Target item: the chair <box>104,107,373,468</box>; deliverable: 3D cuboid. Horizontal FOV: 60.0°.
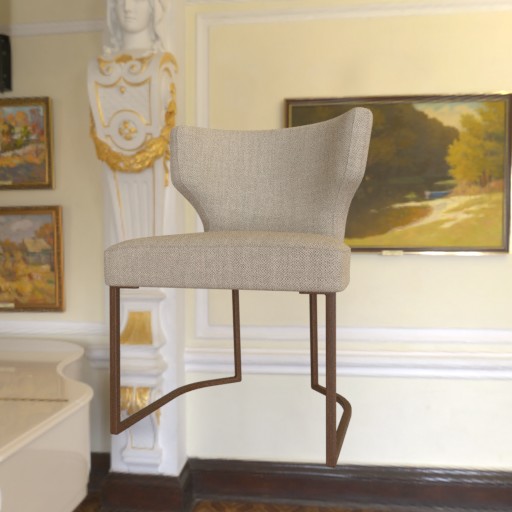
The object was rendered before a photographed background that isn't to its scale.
[{"bbox_3d":[0.000,0.000,1.217,0.611,0.824,0.617,0,1,18],"label":"chair"}]
